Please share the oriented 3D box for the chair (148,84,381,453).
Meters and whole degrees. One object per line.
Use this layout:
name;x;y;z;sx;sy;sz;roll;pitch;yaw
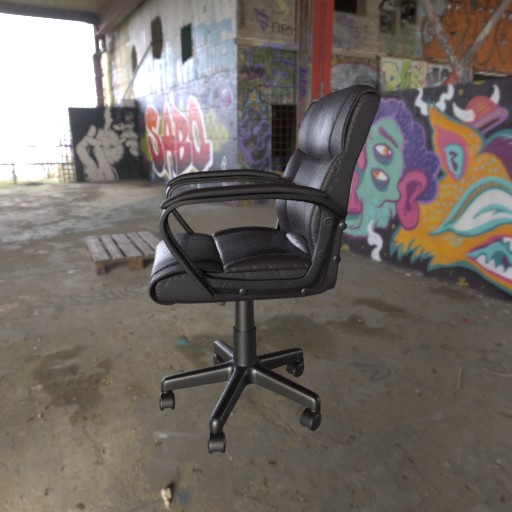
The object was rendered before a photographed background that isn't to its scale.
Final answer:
chair;0.000;0.000;1.381;0.641;0.998;0.576;-2;15;-9
